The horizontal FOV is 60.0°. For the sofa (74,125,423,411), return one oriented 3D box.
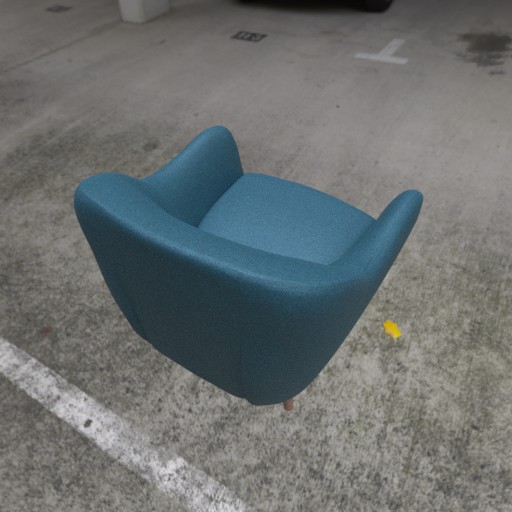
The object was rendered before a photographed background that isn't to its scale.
[{"bbox_3d":[0.000,0.000,1.487,0.836,0.817,0.825,24,51,21],"label":"sofa"}]
